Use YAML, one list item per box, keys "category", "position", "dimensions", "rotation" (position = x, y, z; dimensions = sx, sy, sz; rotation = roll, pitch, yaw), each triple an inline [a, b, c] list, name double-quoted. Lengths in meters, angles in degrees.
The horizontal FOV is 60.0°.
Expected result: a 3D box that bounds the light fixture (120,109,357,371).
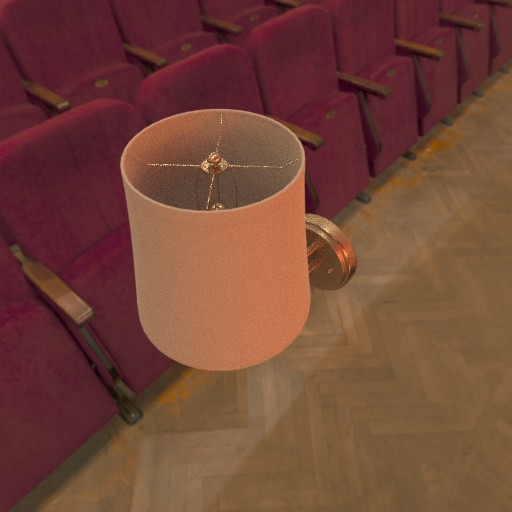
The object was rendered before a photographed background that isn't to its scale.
- category: "light fixture"
  position: [0.000, 0.000, 0.596]
  dimensions: [0.223, 0.381, 0.348]
  rotation: [32, 54, 27]
